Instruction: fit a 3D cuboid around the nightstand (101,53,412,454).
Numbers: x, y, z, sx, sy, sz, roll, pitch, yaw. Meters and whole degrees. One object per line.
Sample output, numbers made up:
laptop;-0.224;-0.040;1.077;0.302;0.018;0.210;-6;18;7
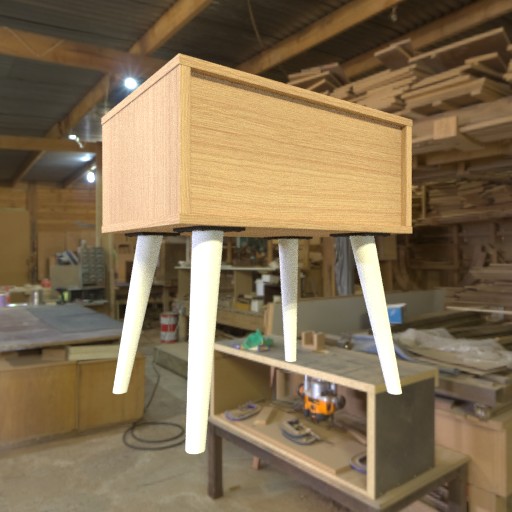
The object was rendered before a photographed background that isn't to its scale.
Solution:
nightstand;0.000;0.000;0.994;0.571;0.610;0.407;0;0;-35
